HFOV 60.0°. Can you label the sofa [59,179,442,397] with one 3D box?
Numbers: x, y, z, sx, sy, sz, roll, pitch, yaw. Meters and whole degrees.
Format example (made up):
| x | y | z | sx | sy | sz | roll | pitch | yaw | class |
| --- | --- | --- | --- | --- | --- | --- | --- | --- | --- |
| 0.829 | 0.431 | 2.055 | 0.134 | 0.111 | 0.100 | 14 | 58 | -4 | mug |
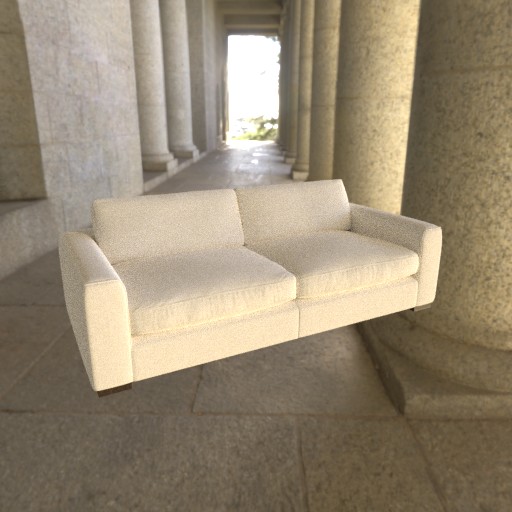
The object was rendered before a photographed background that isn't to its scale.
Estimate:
| x | y | z | sx | sy | sz | roll | pitch | yaw | class |
| --- | --- | --- | --- | --- | --- | --- | --- | --- | --- |
| 0.000 | 0.000 | 2.864 | 2.262 | 0.801 | 1.070 | -9 | 20 | -27 | sofa |
